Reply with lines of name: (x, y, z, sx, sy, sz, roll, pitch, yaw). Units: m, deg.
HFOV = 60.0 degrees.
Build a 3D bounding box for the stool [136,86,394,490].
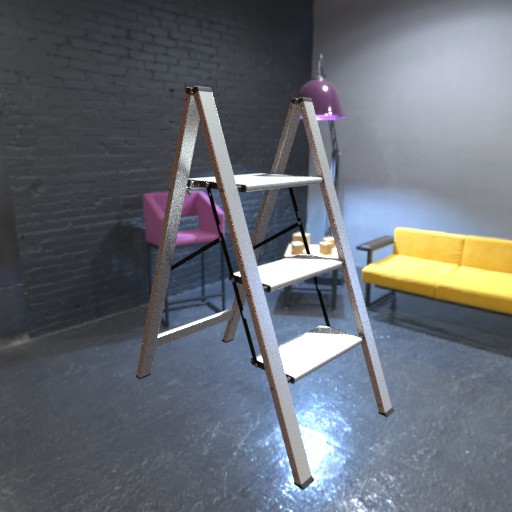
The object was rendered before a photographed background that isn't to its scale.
stool: (0.000, 0.000, 1.304, 0.730, 0.902, 0.441, 14, 20, 43)
